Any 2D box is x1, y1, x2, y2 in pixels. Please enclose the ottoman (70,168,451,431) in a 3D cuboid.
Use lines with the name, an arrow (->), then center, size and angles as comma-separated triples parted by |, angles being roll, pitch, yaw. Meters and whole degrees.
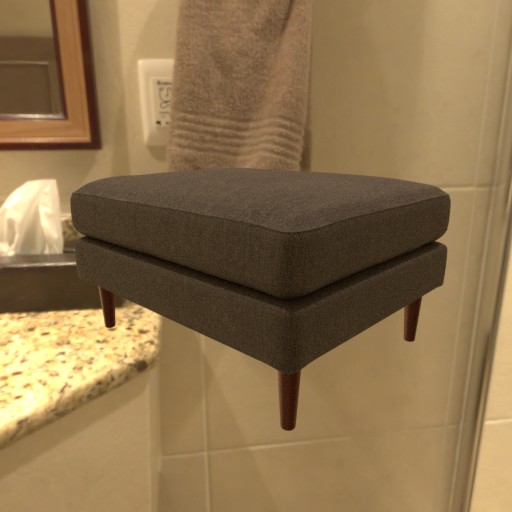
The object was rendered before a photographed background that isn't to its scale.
ottoman -> 0.000, 0.000, 1.254 | 0.821, 0.474, 0.693 | 14, 21, 42
